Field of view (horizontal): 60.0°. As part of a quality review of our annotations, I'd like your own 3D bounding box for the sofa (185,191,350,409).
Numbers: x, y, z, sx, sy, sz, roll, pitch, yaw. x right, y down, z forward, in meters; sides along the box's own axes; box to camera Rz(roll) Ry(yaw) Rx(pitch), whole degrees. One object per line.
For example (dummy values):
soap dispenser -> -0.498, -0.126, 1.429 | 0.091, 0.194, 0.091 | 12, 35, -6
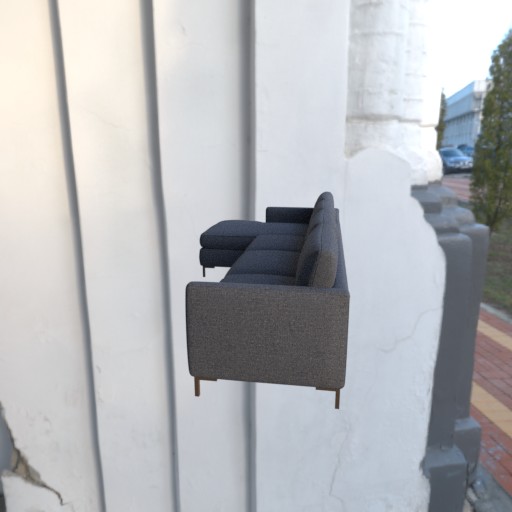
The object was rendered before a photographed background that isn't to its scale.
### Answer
sofa -> 0.000, 0.000, 2.962 | 1.125, 0.673, 2.445 | 2, 14, 9
